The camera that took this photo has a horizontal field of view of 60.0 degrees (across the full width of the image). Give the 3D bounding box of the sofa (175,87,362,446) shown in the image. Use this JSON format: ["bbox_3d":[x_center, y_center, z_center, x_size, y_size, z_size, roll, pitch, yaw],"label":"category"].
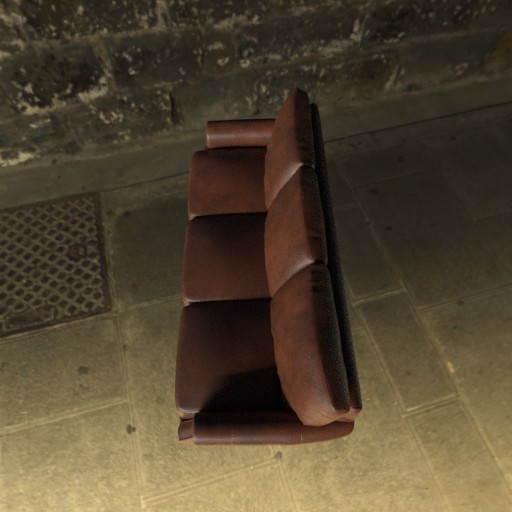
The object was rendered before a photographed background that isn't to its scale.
[{"bbox_3d":[0.000,0.000,2.916,0.973,0.977,2.351,-1,58,-1],"label":"sofa"}]
